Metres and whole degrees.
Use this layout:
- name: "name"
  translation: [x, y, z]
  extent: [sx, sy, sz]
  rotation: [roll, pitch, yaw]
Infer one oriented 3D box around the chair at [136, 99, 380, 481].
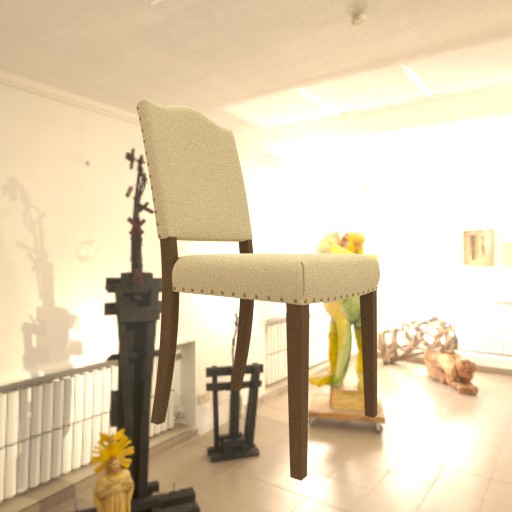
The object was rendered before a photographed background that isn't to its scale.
- name: "chair"
  translation: [0.000, 0.000, 1.374]
  extent: [0.619, 1.015, 0.508]
  rotation: [0, 1, 35]
